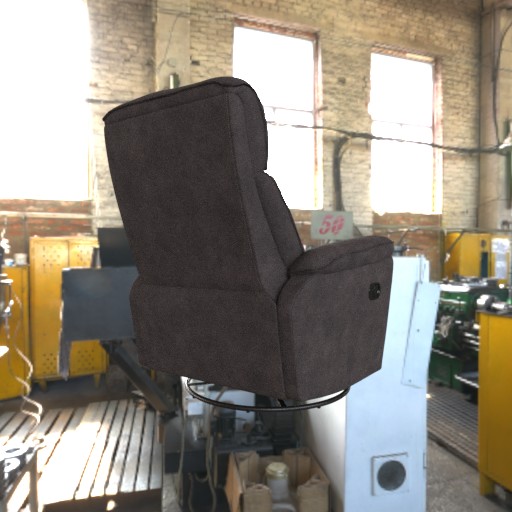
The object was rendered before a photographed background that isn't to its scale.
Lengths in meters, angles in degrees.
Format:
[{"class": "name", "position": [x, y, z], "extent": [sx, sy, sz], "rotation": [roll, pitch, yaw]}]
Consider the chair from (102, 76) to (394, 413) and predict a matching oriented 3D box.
[{"class": "chair", "position": [0.000, 0.000, 1.717], "extent": [0.830, 1.035, 1.009], "rotation": [1, 1, 36]}]
